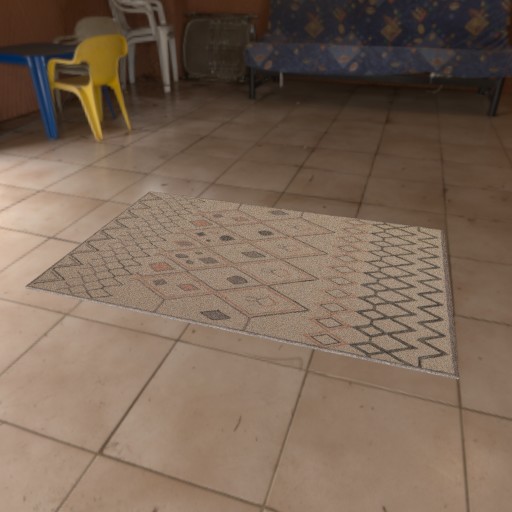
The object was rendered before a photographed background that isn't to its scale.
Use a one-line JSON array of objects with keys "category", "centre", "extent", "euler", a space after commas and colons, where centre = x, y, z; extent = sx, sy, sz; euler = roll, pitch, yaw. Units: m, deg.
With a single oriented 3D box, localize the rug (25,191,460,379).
[{"category": "rug", "centre": [0.000, 0.000, 2.971], "extent": [2.438, 0.015, 1.524], "euler": [9, 32, 15]}]
